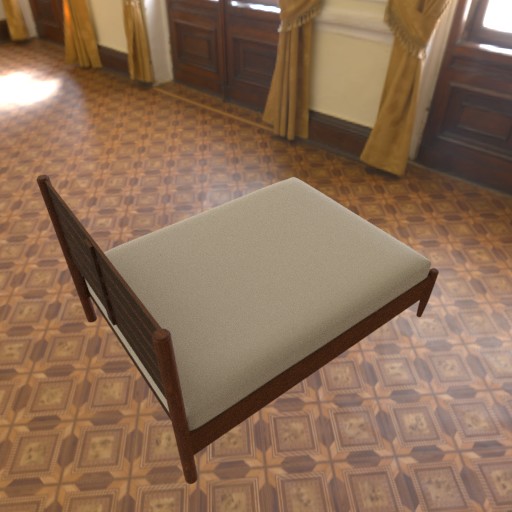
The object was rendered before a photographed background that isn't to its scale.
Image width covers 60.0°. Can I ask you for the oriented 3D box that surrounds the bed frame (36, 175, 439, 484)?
[{"bbox_3d":[0.000,0.000,3.212,2.234,1.321,1.655,-26,46,-27],"label":"bed frame"}]
